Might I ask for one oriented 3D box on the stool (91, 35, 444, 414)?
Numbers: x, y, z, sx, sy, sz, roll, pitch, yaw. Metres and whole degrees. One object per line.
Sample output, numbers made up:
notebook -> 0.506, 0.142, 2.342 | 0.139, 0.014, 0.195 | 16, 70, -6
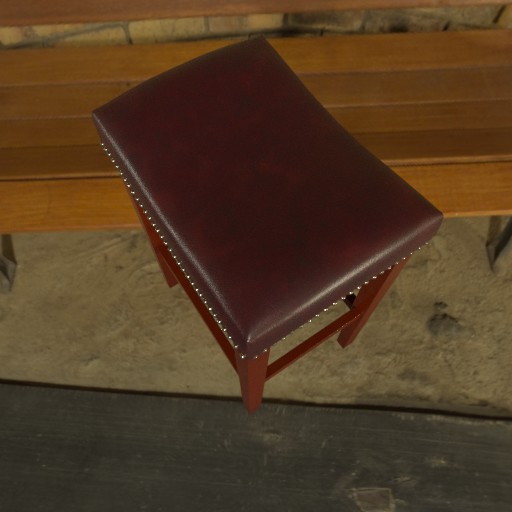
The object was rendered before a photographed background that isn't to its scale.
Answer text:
stool -> 0.000, 0.000, 1.017 | 0.372, 0.742, 0.504 | -31, 67, -15
